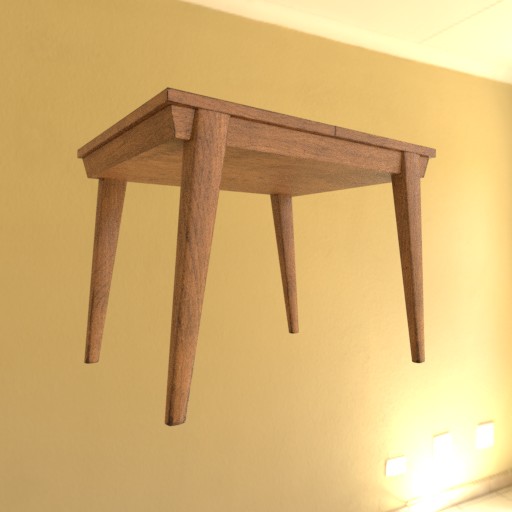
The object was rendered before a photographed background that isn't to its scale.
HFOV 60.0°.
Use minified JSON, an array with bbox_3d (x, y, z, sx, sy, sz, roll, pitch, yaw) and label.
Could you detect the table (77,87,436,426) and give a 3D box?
[{"bbox_3d":[0.000,0.000,1.584,1.027,0.760,0.757,-1,1,-36],"label":"table"}]
